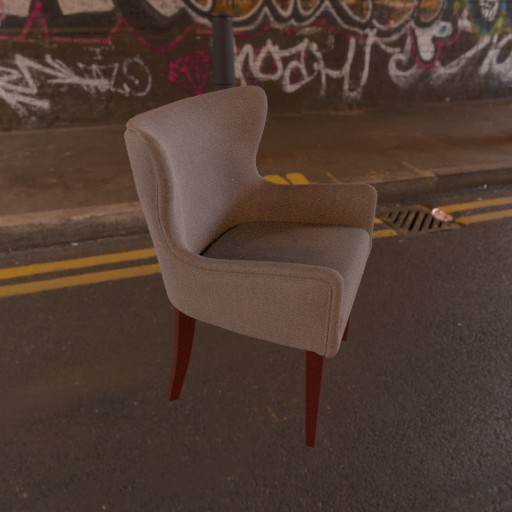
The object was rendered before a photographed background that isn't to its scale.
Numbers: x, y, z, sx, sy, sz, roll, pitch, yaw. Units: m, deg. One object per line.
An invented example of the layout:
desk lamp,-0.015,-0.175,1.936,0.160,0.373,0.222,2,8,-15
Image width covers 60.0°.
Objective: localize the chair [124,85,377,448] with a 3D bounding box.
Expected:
chair,0.000,0.000,1.456,0.677,0.948,0.732,11,31,18
